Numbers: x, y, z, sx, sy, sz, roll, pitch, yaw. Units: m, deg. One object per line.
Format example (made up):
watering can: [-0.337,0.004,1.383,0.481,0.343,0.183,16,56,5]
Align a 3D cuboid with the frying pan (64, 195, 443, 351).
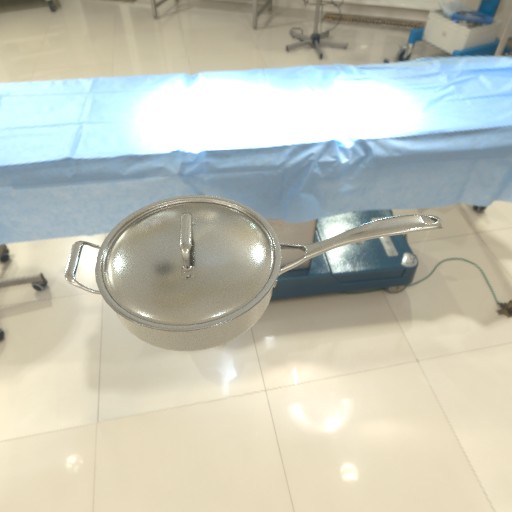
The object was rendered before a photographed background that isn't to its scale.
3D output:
frying pan: [0.000,0.000,0.605,0.492,0.111,0.245,-3,47,-3]
